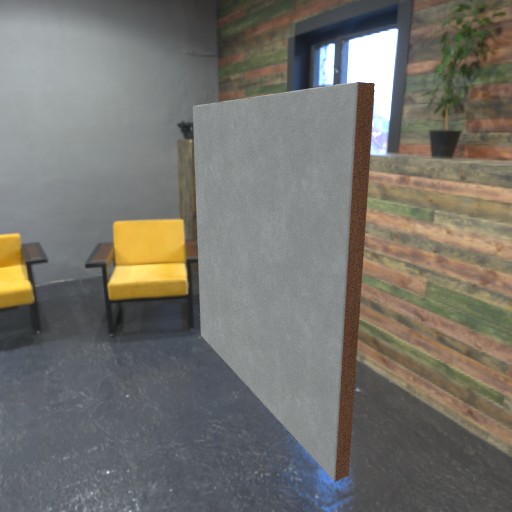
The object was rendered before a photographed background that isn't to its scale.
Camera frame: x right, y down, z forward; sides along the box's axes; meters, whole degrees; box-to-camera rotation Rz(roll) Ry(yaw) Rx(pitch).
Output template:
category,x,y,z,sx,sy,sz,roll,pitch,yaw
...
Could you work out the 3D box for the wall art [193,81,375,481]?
category,x,y,z,sx,sy,sz,roll,pitch,yaw
wall art,0.000,0.000,0.450,0.015,0.303,0.303,-8,17,-26
